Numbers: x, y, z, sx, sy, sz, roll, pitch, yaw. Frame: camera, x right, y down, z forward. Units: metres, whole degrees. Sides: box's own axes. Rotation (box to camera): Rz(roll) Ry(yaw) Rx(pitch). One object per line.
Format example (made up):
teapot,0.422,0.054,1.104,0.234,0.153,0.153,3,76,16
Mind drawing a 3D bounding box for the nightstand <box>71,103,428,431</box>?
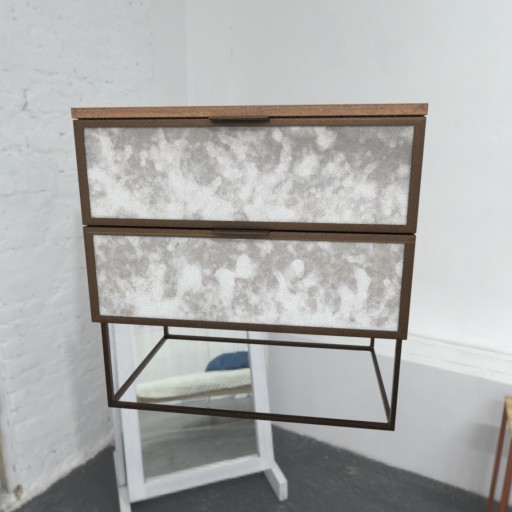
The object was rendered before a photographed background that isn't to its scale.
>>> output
nightstand,0.000,0.000,0.999,0.605,0.611,0.427,2,14,8
